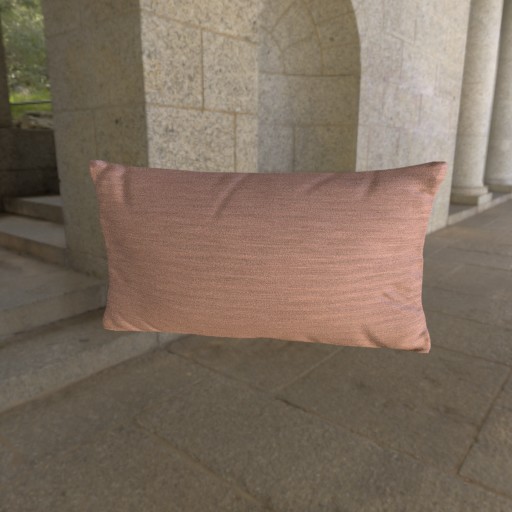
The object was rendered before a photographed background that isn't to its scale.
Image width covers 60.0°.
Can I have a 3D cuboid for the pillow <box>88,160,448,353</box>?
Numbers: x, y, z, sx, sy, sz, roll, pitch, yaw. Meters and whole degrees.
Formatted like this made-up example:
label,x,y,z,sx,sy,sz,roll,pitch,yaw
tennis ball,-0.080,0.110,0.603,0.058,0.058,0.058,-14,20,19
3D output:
label,x,y,z,sx,sy,sz,roll,pitch,yaw
pillow,0.000,0.000,0.802,0.633,0.338,0.210,2,14,10
